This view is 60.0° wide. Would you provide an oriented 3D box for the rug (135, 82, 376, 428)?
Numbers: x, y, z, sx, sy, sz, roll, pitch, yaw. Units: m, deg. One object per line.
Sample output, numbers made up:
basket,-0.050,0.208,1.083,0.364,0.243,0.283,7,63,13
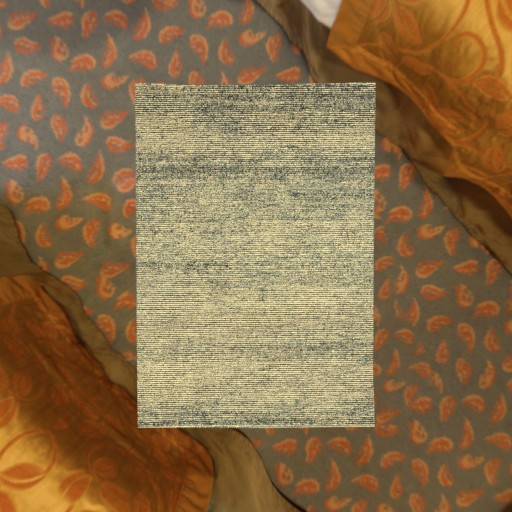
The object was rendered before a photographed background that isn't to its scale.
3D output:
rug,0.000,0.000,3.001,1.624,0.030,2.349,0,91,-1
